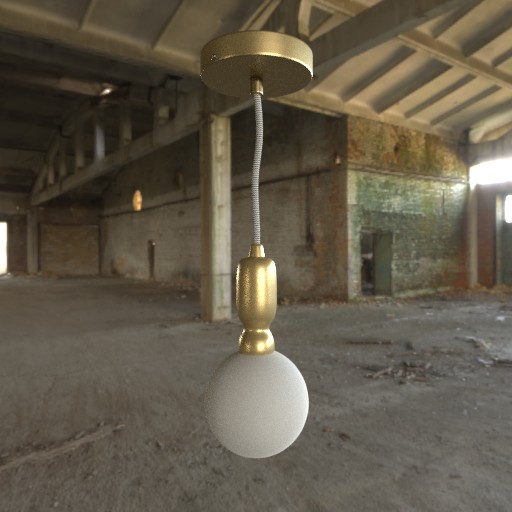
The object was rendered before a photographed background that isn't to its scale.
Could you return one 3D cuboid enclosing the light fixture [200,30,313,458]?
[{"bbox_3d":[0.000,0.000,0.573,0.147,0.510,0.146,0,0,-36],"label":"light fixture"}]
